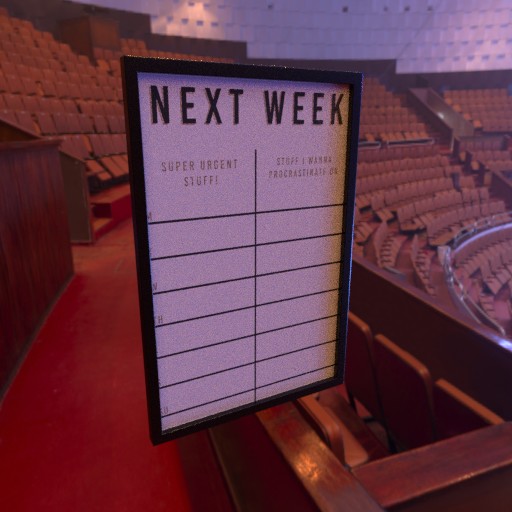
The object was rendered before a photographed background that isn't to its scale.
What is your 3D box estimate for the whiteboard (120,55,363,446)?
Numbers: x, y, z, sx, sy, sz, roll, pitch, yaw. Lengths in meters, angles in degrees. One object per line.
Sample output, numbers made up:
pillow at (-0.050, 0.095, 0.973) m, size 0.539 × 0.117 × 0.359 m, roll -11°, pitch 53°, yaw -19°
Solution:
whiteboard at (0.000, 0.000, 0.767) m, size 0.406 × 0.611 × 0.026 m, roll -9°, pitch 18°, yaw -27°
